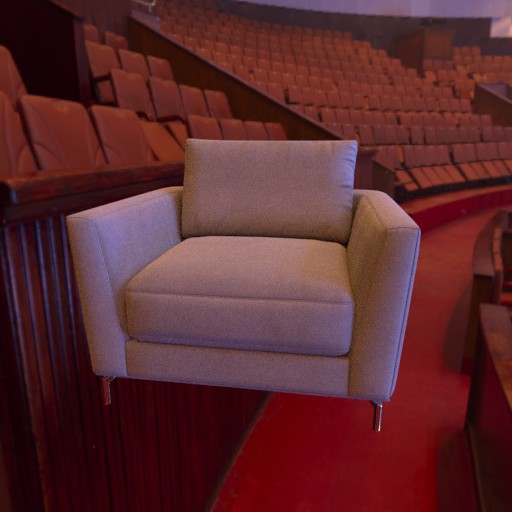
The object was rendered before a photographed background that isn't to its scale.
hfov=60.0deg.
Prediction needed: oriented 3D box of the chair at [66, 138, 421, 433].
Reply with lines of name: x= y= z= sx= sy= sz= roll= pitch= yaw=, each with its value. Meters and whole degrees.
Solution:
chair: x=0.000 y=0.000 z=1.687 sx=1.041 sy=0.864 sz=0.889 roll=2 pitch=15 yaw=9
